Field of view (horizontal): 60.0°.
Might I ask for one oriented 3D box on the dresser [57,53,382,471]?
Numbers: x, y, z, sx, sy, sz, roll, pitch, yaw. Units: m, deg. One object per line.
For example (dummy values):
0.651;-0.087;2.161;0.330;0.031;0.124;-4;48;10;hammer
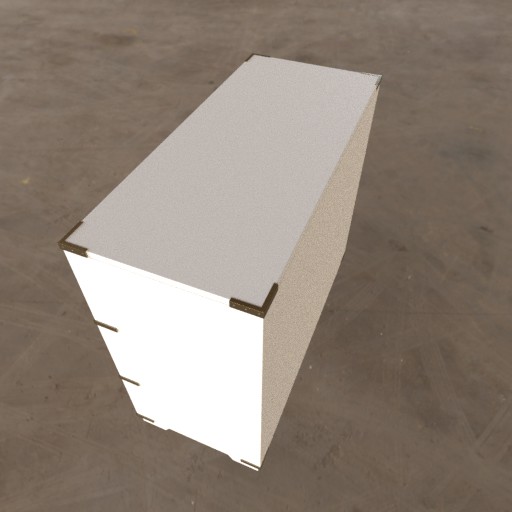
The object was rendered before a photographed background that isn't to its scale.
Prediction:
0.000;0.000;1.496;0.460;0.891;1.022;17;49;15;dresser
